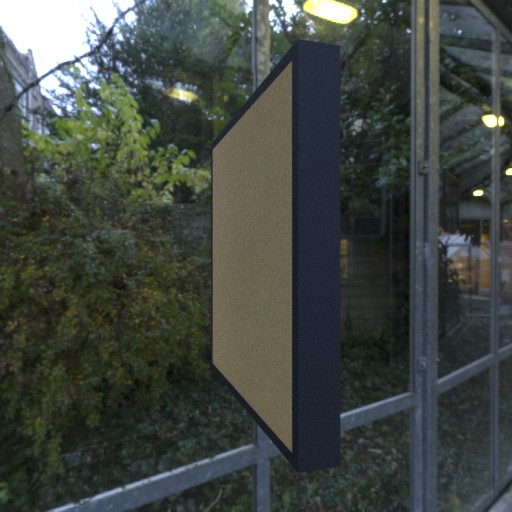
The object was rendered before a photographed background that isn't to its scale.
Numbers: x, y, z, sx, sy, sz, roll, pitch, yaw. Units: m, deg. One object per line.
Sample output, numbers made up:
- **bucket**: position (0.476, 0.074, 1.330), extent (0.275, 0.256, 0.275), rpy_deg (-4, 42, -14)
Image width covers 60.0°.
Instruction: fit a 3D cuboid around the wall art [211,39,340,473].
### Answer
- **wall art**: position (0.000, 0.000, 0.461), extent (0.033, 0.304, 0.305), rpy_deg (0, 0, -17)
